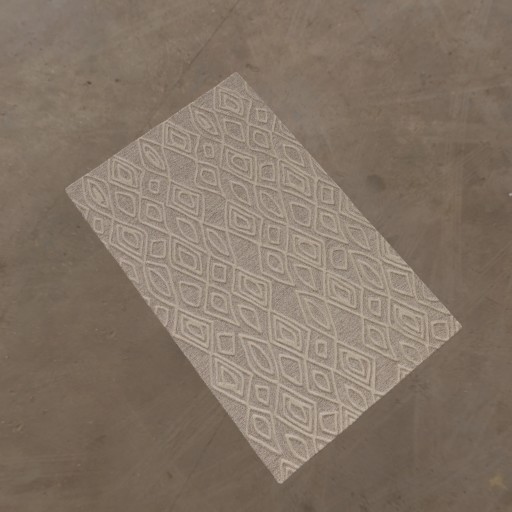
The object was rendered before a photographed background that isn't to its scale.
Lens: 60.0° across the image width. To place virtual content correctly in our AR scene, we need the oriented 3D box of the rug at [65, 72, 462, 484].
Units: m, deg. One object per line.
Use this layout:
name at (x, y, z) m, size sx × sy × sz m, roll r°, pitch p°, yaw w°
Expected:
rug at (0.000, 0.000, 3.020) m, size 1.546 × 0.010 × 2.442 m, roll -37°, pitch 79°, yaw -8°
